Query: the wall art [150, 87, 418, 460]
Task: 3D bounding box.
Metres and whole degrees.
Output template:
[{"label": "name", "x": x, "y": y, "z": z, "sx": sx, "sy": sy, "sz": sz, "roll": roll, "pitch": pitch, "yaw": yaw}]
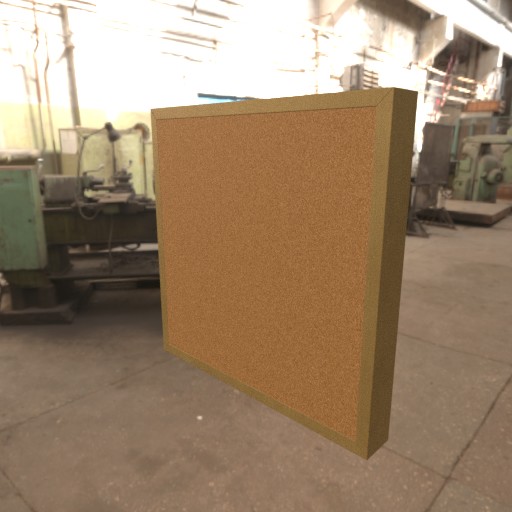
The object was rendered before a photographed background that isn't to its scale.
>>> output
[{"label": "wall art", "x": 0.000, "y": 0.000, "z": 0.462, "sx": 0.305, "sy": 0.305, "sz": 0.038, "roll": 14, "pitch": 20, "yaw": 42}]
